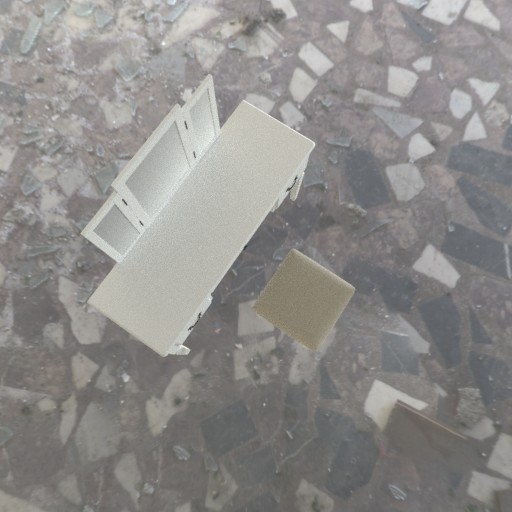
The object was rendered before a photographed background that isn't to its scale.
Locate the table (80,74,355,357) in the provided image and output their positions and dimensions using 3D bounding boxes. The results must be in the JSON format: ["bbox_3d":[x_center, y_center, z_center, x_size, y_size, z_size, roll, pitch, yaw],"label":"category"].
[{"bbox_3d":[0.000,0.000,2.349,1.115,1.310,1.369,33,78,8],"label":"table"}]
